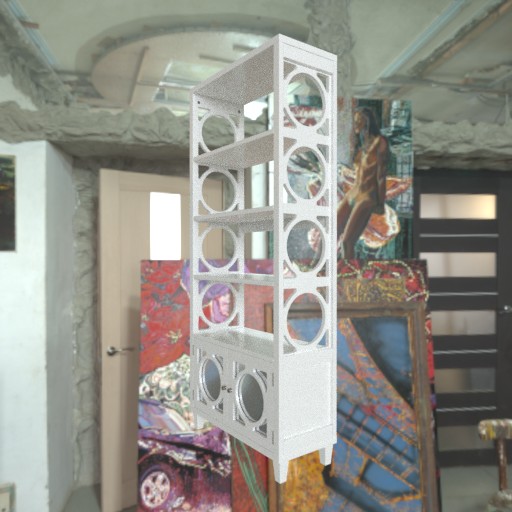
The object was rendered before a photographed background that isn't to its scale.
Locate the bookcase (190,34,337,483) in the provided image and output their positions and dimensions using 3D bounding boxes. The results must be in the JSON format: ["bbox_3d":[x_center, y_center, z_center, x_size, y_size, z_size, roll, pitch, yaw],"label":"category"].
[{"bbox_3d":[0.000,0.000,2.183,0.361,1.869,0.761,0,1,-36],"label":"bookcase"}]
